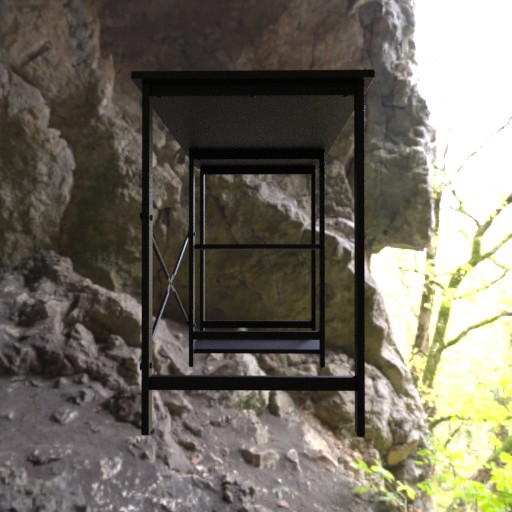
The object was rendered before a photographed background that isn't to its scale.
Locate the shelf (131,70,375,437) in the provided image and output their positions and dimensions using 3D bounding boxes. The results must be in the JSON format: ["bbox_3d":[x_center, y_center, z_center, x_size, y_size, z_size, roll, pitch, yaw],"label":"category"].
[{"bbox_3d":[0.000,0.000,1.351,0.498,0.749,0.902,0,-1,1],"label":"shelf"}]
